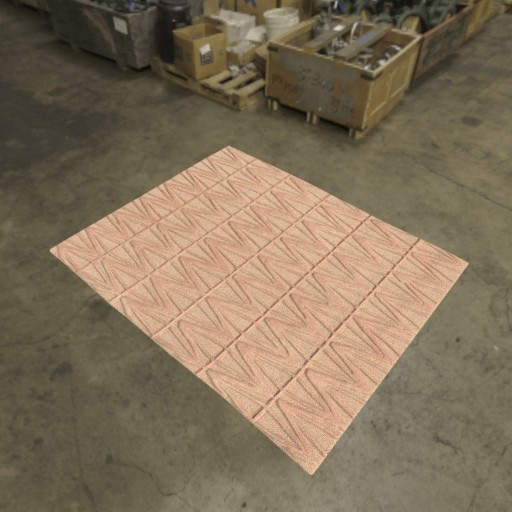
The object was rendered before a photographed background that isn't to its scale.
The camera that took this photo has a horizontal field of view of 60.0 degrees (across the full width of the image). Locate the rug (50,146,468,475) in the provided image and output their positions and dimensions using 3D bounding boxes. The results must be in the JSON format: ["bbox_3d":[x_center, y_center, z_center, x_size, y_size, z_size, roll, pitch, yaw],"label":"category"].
[{"bbox_3d":[0.000,0.000,4.101,3.052,0.043,2.453,32,53,28],"label":"rug"}]
